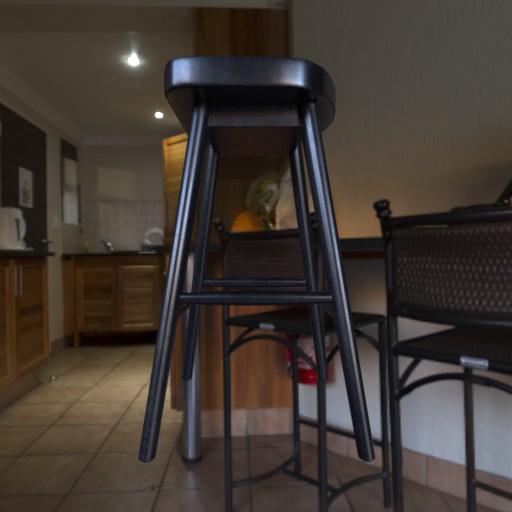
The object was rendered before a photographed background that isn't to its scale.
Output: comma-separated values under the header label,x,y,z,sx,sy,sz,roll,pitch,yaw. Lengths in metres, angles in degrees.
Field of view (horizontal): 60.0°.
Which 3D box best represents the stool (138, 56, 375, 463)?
label,x,y,z,sx,sy,sz,roll,pitch,yaw
stool,0.000,0.000,0.877,0.361,0.615,0.440,0,1,0
